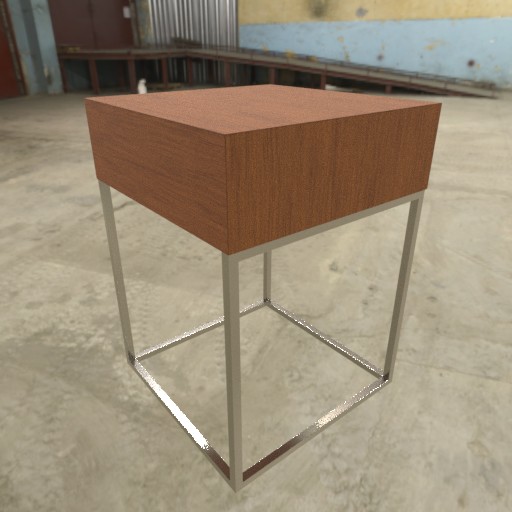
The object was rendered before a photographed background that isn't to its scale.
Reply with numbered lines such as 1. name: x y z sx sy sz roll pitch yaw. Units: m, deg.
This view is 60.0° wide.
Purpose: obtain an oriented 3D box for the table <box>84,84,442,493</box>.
1. table: 0.000 0.000 0.810 0.398 0.540 0.397 -19 32 -34
